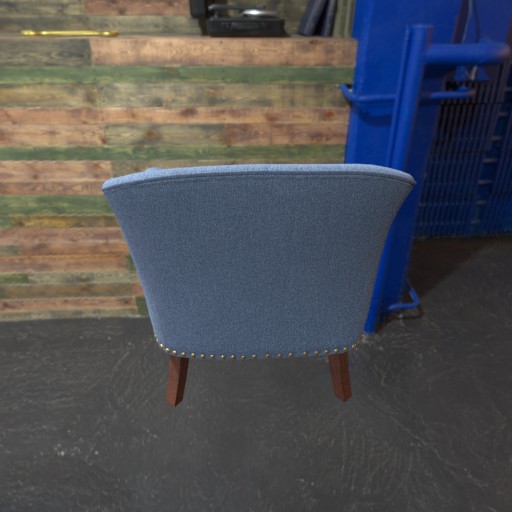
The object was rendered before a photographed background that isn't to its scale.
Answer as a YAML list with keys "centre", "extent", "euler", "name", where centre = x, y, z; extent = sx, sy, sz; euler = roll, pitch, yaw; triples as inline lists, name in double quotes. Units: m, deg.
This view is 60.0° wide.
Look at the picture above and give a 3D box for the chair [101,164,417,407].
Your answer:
- centre: [0.000, 0.000, 1.388]
  extent: [0.772, 0.815, 0.704]
  euler: [-1, 30, -1]
  name: "chair"
